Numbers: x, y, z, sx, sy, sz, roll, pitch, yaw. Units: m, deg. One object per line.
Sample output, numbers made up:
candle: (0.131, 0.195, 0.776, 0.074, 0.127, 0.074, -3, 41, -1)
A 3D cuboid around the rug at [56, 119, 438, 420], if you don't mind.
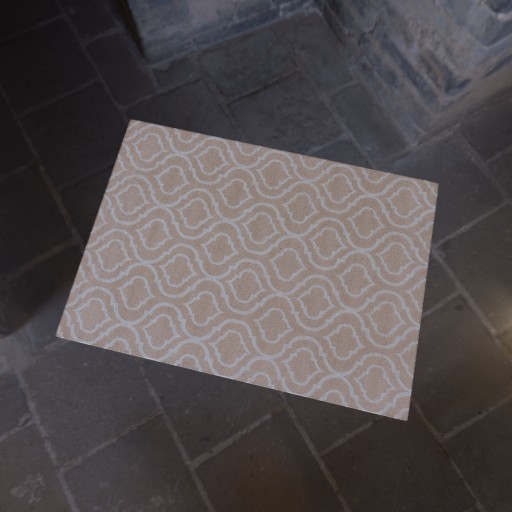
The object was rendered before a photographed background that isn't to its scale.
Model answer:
rug: (0.000, 0.000, 2.805, 2.134, 0.010, 1.524, 13, 75, 3)
